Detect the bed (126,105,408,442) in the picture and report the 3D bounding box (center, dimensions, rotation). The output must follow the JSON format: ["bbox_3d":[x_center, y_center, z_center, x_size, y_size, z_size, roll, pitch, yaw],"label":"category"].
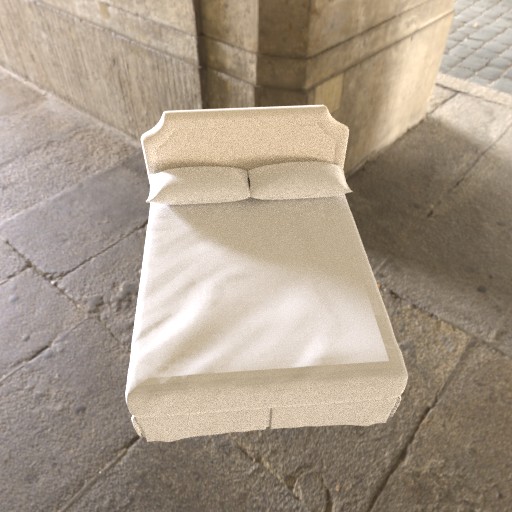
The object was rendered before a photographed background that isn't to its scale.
[{"bbox_3d":[0.000,0.000,3.915,2.134,1.524,2.548,-3,46,-3],"label":"bed"}]
